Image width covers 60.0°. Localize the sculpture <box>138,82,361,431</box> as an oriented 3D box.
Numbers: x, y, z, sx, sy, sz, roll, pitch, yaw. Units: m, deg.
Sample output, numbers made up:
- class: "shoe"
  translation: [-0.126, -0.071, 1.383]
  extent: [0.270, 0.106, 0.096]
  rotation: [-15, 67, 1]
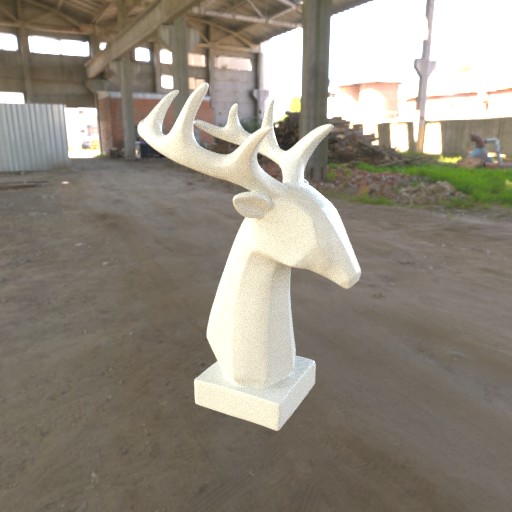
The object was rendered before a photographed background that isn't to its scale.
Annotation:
- class: "sculpture"
  translation: [0.000, 0.000, 0.470]
  extent: [0.224, 0.329, 0.174]
  rotation: [8, 16, 27]
